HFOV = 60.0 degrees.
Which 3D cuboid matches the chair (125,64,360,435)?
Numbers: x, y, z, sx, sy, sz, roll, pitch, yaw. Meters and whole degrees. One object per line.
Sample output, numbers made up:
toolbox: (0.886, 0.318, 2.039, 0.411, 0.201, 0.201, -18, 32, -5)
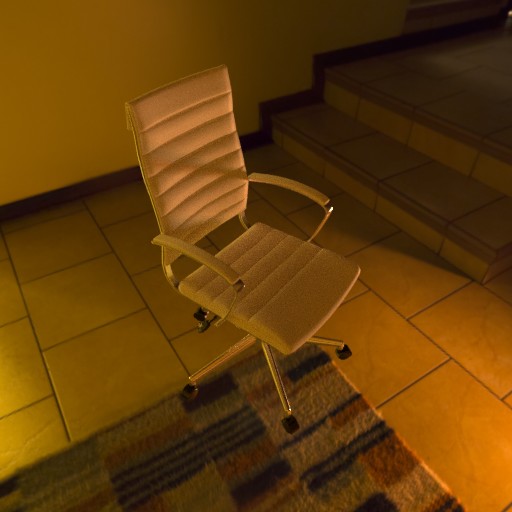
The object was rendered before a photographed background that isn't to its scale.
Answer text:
chair: (0.000, 0.000, 1.651, 0.739, 1.149, 0.766, 27, 47, 27)
